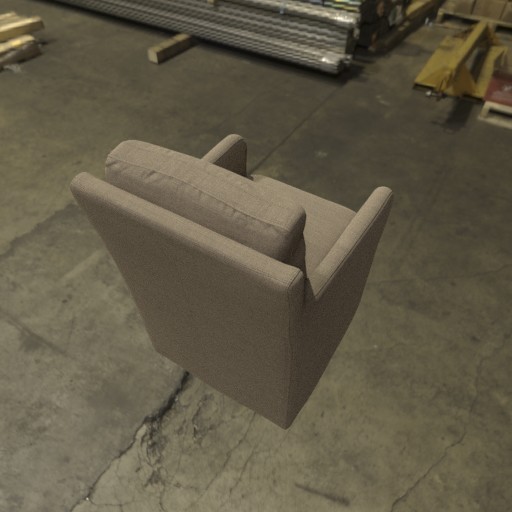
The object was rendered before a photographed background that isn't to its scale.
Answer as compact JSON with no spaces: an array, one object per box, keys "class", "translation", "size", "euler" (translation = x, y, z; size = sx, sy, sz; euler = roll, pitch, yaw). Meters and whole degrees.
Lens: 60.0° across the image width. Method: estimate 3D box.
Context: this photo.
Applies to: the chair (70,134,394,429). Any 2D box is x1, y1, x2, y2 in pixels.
[{"class":"chair","translation":[0.000,0.000,1.387],"size":[0.626,0.914,0.694],"euler":[25,52,21]}]
